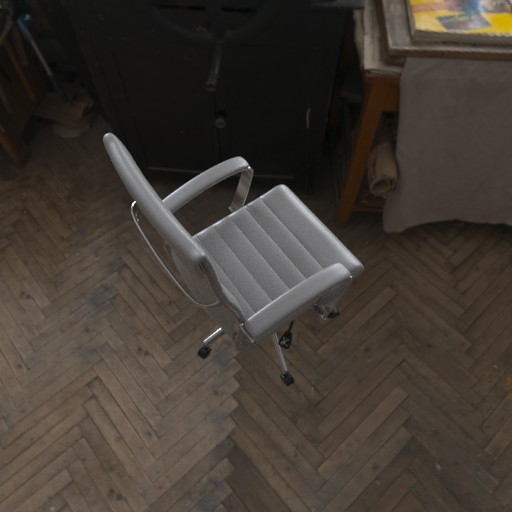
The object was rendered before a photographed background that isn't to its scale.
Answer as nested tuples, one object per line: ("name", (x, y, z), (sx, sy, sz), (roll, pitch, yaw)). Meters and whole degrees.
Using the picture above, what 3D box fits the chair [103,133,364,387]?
("chair", (0.000, 0.000, 1.578), (0.667, 1.149, 0.679), (-31, 64, -17))
